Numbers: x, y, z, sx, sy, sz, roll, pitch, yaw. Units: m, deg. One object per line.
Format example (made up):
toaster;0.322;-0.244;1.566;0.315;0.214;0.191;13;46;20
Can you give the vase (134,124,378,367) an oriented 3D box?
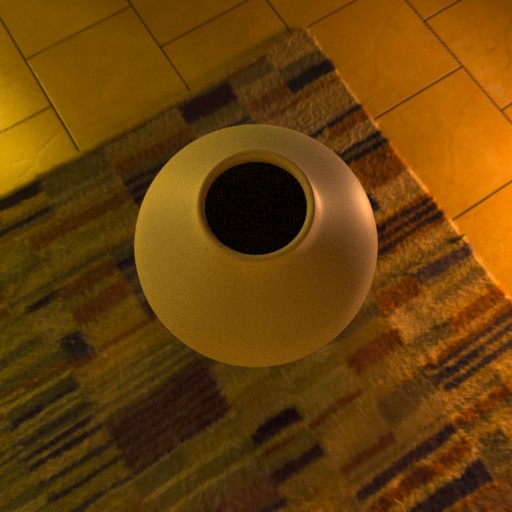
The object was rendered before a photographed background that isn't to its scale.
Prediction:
vase;0.000;0.000;0.349;0.169;0.240;0.169;0;77;0
